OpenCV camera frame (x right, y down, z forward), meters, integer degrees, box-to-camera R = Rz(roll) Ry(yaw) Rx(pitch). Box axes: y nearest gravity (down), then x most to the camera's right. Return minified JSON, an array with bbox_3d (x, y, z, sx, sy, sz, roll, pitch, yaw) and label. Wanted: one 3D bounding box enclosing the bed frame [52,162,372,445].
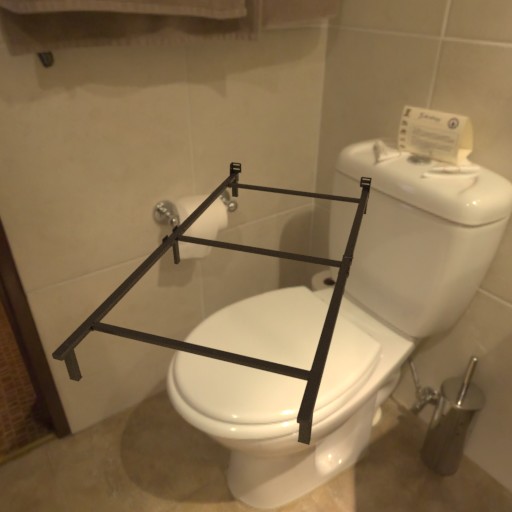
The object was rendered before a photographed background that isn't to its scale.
[{"bbox_3d":[0.000,0.000,2.282,0.968,0.248,1.897,10,33,15],"label":"bed frame"}]
